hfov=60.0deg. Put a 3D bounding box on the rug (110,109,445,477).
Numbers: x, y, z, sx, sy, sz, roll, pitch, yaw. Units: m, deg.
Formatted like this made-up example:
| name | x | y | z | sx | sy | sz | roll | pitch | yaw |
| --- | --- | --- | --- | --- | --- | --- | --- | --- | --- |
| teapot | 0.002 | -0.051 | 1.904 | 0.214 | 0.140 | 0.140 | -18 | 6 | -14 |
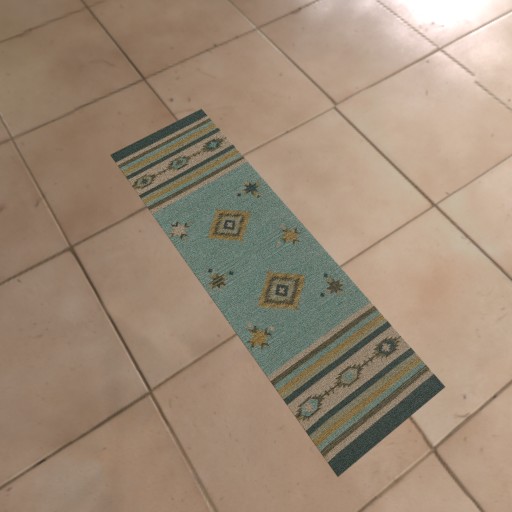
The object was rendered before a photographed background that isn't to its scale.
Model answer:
| name | x | y | z | sx | sy | sz | roll | pitch | yaw |
| --- | --- | --- | --- | --- | --- | --- | --- | --- | --- |
| rug | 0.000 | 0.000 | 2.714 | 0.744 | 0.010 | 2.441 | -32 | 68 | -15 |
